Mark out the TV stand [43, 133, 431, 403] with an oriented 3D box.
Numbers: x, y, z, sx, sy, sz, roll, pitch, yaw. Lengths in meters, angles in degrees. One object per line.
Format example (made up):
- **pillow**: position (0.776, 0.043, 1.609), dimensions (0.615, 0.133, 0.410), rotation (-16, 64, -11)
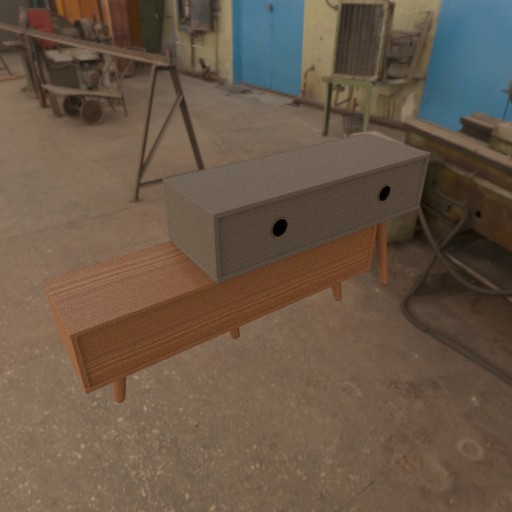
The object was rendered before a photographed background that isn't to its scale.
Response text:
- **TV stand**: position (0.000, 0.000, 1.571), dimensions (1.336, 0.591, 0.329), rotation (-20, 36, -29)
